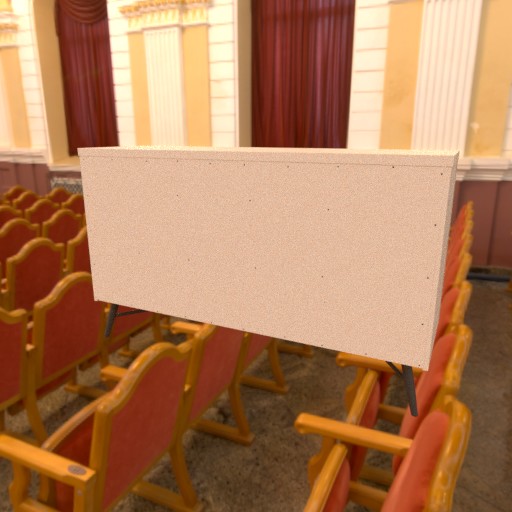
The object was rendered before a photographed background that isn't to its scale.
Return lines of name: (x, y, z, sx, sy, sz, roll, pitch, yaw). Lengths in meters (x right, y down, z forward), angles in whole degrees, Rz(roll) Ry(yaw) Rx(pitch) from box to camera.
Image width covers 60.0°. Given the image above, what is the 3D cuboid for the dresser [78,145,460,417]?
dresser: (0.000, 0.000, 1.951, 1.524, 0.914, 0.457, 7, 17, 25)
